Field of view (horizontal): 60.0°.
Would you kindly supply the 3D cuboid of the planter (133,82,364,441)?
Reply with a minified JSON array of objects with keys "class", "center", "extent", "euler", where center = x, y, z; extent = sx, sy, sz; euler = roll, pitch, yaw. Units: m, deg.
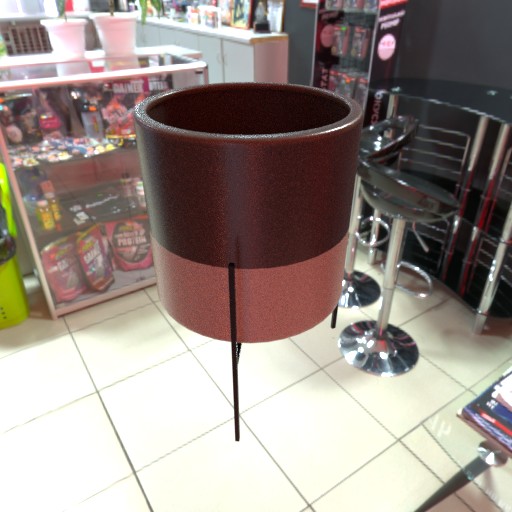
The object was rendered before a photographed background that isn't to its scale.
[{"class":"planter","center":[0.000,0.000,0.537],"extent":[0.250,0.353,0.260],"euler":[-1,32,-1]}]
